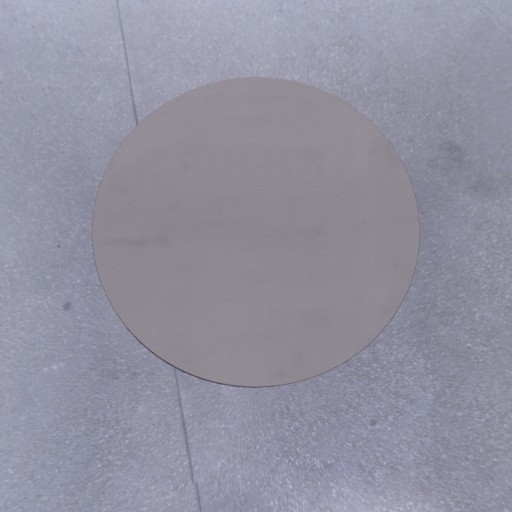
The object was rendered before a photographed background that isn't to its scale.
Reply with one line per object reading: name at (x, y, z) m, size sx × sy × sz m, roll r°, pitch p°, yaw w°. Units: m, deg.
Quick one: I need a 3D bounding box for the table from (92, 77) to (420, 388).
table at (0.000, 0.000, 0.889) m, size 0.499 × 0.443 × 0.499 m, roll 0°, pitch 74°, yaw 0°
